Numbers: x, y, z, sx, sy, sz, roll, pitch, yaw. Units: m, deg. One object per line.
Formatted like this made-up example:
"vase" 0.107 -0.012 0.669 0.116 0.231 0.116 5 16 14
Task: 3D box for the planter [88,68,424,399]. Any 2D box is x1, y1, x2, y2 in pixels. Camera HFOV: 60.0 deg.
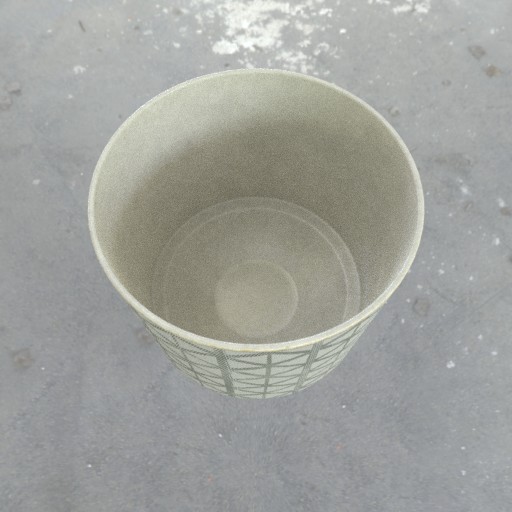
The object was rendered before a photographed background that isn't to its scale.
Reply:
"planter" 0.000 0.000 0.439 0.250 0.239 0.250 0 64 0
